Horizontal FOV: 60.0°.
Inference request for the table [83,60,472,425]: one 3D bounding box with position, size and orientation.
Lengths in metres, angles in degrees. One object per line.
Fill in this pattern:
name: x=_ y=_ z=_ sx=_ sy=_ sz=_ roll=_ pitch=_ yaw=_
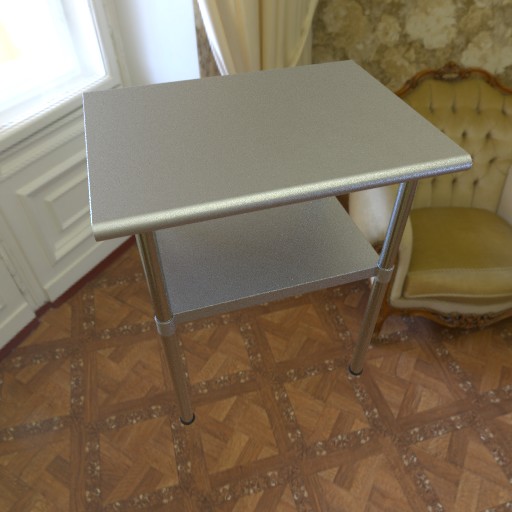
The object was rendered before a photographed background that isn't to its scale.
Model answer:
table: x=0.000 y=0.000 z=1.334 sx=0.762 sy=0.876 sz=0.584 roll=-12 pitch=45 yaw=-12
